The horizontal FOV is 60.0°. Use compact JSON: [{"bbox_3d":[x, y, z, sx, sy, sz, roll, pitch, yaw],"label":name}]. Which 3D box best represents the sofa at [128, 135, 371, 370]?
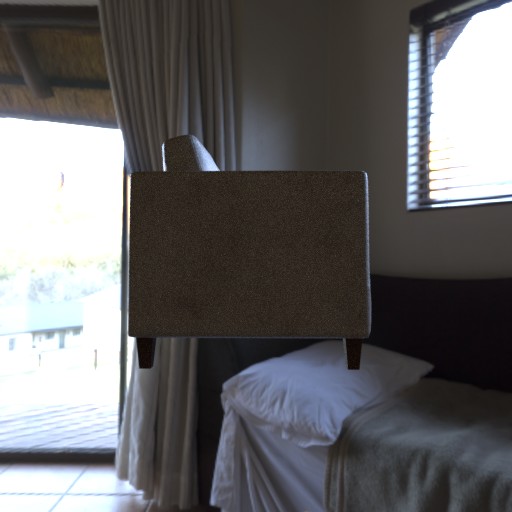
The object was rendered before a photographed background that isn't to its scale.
[{"bbox_3d":[0.000,0.000,2.757,0.951,0.965,2.208,0,-2,1],"label":"sofa"}]
